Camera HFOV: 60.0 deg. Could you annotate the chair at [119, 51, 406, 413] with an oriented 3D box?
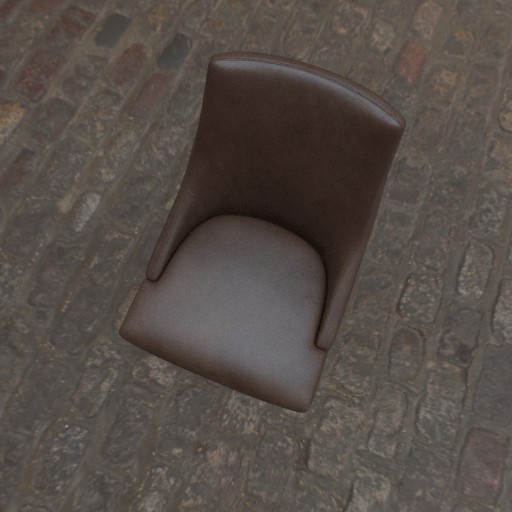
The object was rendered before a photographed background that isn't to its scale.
[{"bbox_3d":[0.000,0.000,1.488,0.701,0.909,0.861,21,76,6],"label":"chair"}]
